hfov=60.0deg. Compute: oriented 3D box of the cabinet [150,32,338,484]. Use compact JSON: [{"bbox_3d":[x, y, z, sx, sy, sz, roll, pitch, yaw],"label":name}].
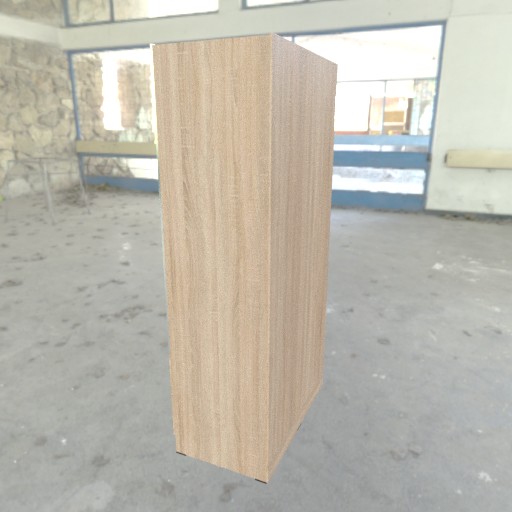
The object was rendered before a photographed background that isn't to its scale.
[{"bbox_3d":[0.000,0.000,2.547,0.590,2.121,1.001,7,18,23],"label":"cabinet"}]
